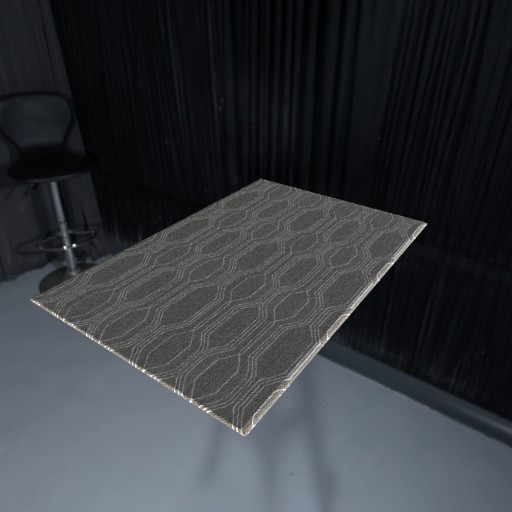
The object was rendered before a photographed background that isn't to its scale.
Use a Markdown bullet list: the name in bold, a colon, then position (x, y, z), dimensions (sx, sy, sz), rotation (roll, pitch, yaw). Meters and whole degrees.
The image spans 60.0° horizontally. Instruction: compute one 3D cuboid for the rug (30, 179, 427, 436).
- **rug**: position (0.000, 0.000, 2.361), dimensions (1.239, 0.012, 1.836), rotation (21, 37, 30)
